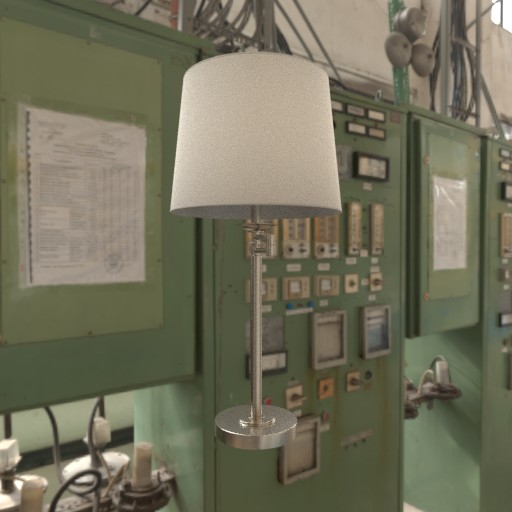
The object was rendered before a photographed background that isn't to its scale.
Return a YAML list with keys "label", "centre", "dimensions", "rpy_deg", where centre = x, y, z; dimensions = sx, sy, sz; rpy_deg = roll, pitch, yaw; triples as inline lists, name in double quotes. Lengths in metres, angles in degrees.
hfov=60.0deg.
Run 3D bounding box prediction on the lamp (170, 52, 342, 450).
- label: "lamp"
  centre: [0.000, 0.000, 0.874]
  dimensions: [0.333, 0.696, 0.333]
  rpy_deg: [0, 1, 0]
